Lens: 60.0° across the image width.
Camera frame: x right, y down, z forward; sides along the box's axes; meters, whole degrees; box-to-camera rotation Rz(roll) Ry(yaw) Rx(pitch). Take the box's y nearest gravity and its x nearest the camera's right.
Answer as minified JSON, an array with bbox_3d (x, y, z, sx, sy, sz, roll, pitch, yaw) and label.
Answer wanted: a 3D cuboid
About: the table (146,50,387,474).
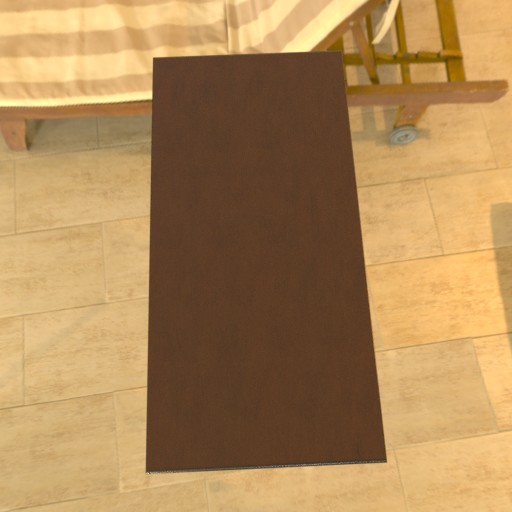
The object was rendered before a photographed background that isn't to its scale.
[{"bbox_3d":[0.000,0.000,1.455,0.594,0.459,1.197,-2,75,-1],"label":"table"}]
